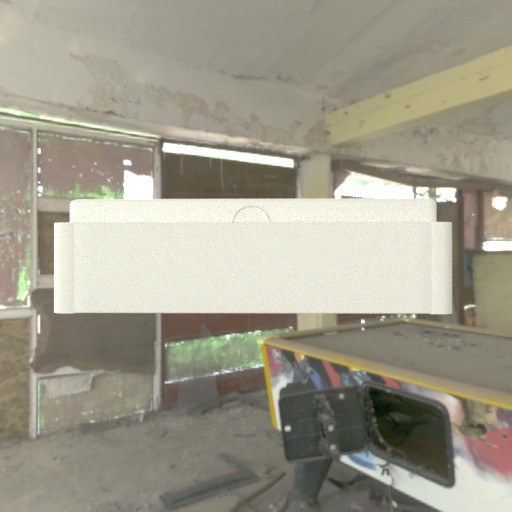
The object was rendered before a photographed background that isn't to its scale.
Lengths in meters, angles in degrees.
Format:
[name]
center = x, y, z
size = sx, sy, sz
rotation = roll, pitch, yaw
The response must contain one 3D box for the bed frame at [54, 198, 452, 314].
[bed frame]
center = 0.000, 0.000, 2.472
size = 1.400, 0.406, 1.900
rotation = 0, 0, 1
